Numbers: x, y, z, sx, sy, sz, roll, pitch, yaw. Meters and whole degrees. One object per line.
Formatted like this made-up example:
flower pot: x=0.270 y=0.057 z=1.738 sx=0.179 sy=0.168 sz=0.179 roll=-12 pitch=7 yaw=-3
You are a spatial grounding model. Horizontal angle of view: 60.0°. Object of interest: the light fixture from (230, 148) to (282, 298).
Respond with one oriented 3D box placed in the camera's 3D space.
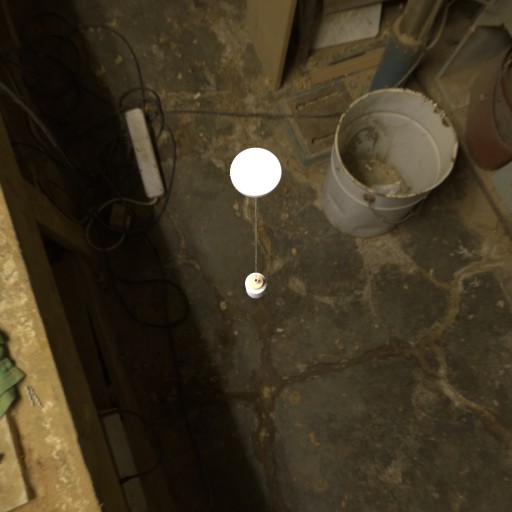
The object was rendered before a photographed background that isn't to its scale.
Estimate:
light fixture: x=0.000 y=0.000 z=1.954 sx=0.125 sy=1.798 sz=0.125 roll=-21 pitch=78 yaw=-5
